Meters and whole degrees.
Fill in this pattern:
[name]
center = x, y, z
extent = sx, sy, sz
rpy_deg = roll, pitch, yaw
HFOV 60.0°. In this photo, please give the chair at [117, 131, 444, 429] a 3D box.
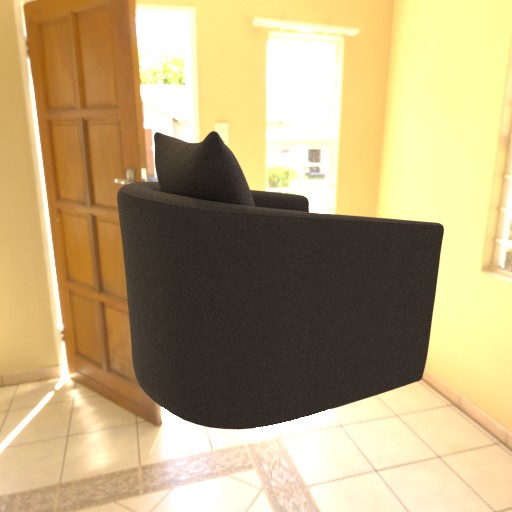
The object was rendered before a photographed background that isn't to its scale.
[chair]
center = 0.000, 0.000, 1.570
extent = 0.910, 0.848, 0.845
rpy_deg = -7, 16, -25
